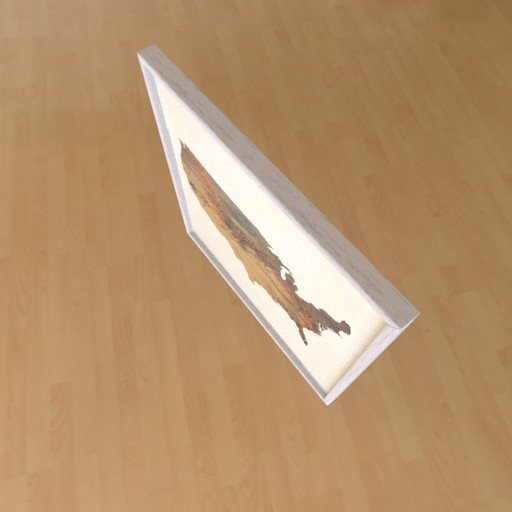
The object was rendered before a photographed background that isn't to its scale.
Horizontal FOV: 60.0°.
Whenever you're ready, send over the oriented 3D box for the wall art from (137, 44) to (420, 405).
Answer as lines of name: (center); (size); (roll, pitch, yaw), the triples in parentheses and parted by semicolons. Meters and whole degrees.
wall art: (0.000, 0.000, 1.927); (0.078, 1.288, 1.287); (-35, 68, -16)
